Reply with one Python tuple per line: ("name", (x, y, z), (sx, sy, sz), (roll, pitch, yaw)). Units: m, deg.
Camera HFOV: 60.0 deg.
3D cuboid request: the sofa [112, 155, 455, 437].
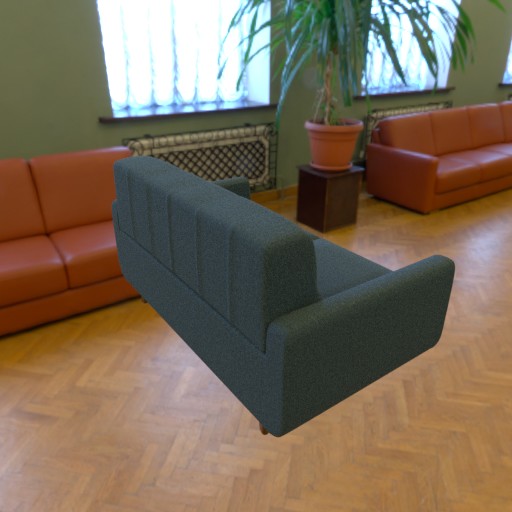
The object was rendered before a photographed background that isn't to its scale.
("sofa", (0.000, 0.000, 2.296), (0.942, 0.896, 1.651), (-17, 31, -32))
